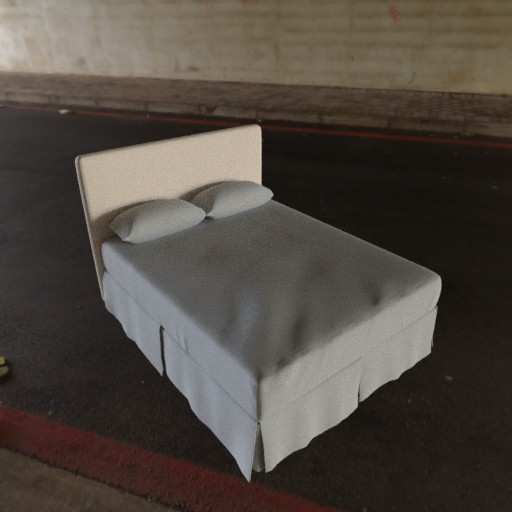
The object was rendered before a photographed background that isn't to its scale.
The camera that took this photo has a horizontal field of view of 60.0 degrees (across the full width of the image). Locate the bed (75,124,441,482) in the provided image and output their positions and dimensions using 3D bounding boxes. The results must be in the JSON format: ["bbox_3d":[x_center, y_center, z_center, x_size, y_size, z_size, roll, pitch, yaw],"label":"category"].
[{"bbox_3d":[0.000,0.000,3.230,1.748,1.330,2.142,-21,35,-33],"label":"bed"}]
